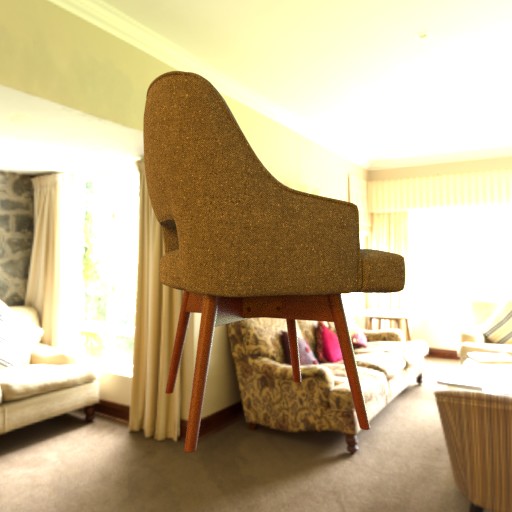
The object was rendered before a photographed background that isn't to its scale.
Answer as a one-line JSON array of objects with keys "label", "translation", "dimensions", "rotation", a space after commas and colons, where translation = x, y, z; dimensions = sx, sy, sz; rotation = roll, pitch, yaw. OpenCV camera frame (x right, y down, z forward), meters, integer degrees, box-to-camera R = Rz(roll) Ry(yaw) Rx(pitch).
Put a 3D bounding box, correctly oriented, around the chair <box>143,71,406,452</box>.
[{"label": "chair", "translation": [0.000, 0.000, 1.276], "dimensions": [0.629, 0.875, 0.608], "rotation": [0, -1, -17]}]
